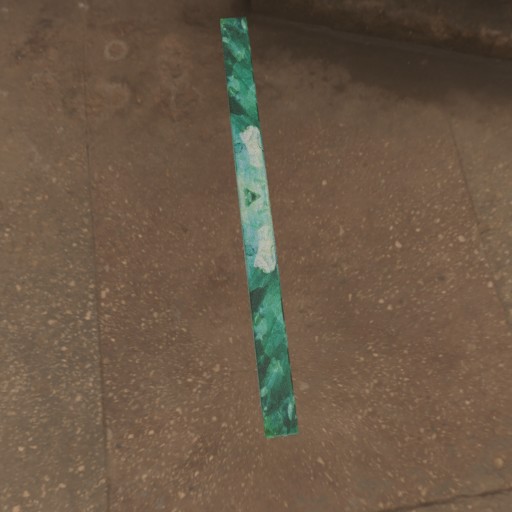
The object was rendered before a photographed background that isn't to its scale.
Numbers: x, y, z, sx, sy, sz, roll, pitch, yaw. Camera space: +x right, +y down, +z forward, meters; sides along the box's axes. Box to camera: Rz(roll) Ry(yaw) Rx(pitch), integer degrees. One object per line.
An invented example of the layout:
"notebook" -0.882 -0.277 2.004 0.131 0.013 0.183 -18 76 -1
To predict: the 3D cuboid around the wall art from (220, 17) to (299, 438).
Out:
"wall art" 0.000 0.000 0.750 0.038 0.508 0.507 -6 76 -2
